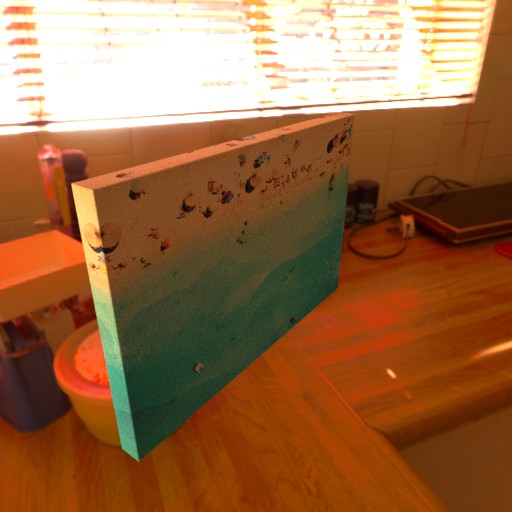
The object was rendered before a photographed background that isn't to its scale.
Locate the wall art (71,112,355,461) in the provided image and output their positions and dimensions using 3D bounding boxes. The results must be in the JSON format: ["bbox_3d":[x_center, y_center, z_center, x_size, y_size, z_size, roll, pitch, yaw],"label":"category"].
[{"bbox_3d":[0.000,0.000,0.772,0.039,0.406,0.609,19,32,33],"label":"wall art"}]
